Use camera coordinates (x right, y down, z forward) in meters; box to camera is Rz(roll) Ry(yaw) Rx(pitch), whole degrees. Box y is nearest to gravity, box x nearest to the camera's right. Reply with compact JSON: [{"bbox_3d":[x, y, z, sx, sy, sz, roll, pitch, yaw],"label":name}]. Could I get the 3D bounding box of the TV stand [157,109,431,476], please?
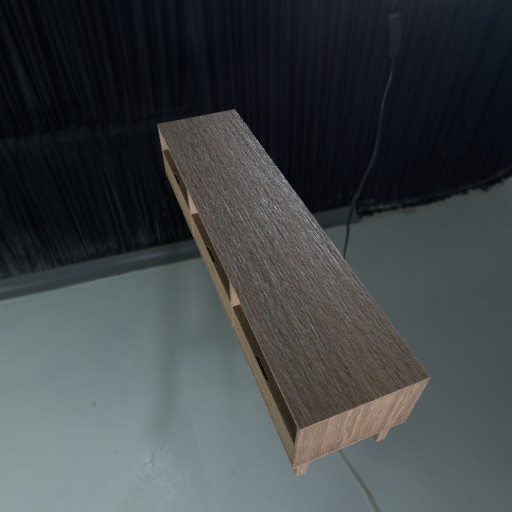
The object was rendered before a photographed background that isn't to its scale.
[{"bbox_3d":[0.000,0.000,1.699,0.366,0.409,1.482,-16,48,-15],"label":"TV stand"}]
